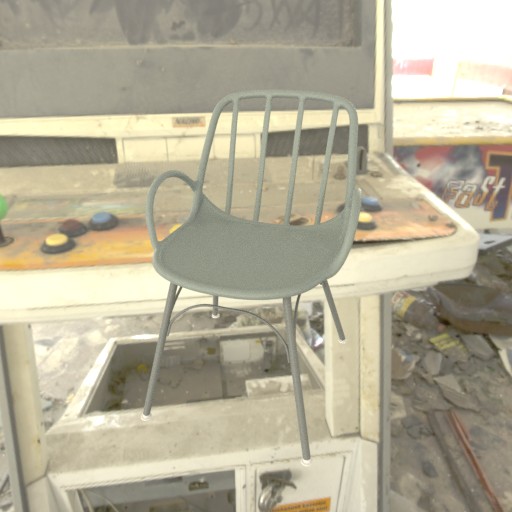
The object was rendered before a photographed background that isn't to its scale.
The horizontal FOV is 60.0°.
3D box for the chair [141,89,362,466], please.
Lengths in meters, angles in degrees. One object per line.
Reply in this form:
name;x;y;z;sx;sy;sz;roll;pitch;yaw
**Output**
chair;0.000;0.000;1.239;0.549;0.816;0.597;9;28;16
